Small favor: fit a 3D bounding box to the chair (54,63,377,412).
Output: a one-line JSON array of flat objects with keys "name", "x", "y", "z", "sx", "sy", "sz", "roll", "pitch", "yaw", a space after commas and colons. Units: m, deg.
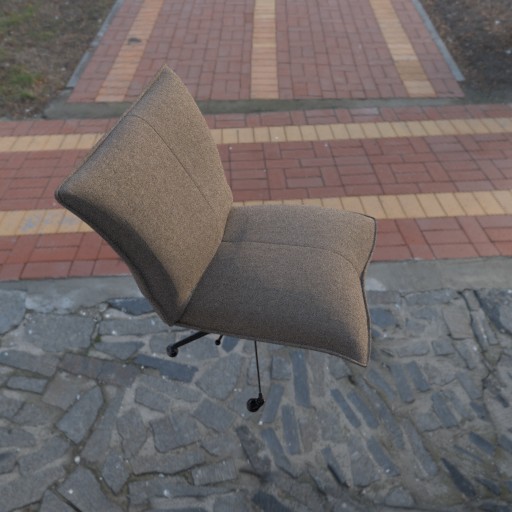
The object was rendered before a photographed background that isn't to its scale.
[{"name": "chair", "x": 0.000, "y": 0.000, "z": 1.283, "sx": 0.696, "sy": 0.811, "sz": 0.597, "roll": 10, "pitch": 47, "yaw": 9}]
